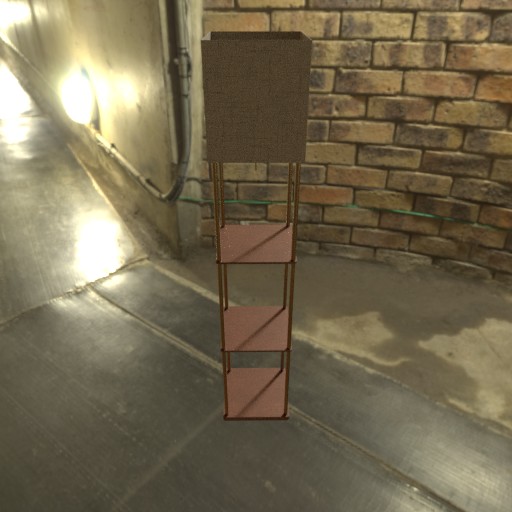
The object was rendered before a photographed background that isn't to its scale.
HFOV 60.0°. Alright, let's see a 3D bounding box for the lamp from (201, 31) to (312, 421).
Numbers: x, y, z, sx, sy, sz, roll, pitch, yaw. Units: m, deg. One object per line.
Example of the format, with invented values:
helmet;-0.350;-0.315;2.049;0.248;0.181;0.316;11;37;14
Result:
lamp;0.000;0.000;1.755;0.308;1.569;0.310;0;31;0
